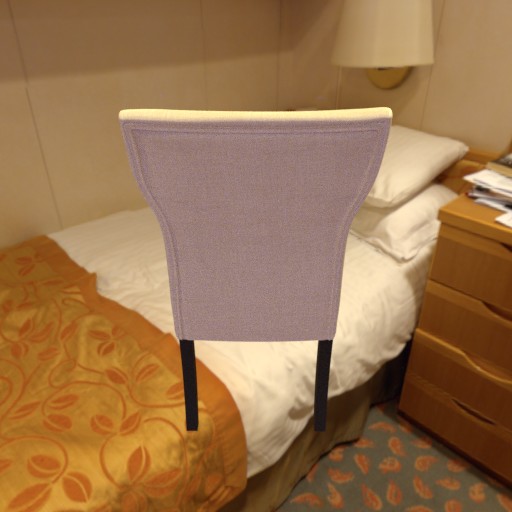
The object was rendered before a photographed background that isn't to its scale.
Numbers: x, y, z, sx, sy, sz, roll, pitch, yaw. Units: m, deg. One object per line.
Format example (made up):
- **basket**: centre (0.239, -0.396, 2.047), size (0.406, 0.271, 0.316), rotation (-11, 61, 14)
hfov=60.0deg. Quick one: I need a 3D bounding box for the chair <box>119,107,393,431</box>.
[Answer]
- **chair**: centre (0.000, 0.000, 1.257), size (0.509, 0.921, 0.597), rotation (0, 30, 0)
